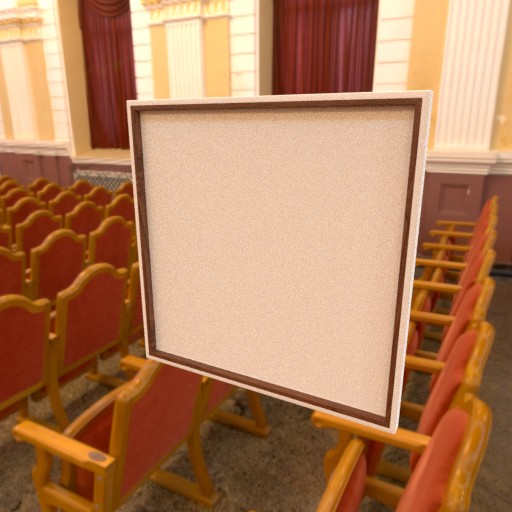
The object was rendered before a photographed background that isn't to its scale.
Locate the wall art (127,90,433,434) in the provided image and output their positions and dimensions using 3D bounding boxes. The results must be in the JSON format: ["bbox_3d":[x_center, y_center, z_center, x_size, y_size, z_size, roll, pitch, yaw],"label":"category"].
[{"bbox_3d":[0.000,0.000,1.116,0.757,0.757,0.037,9,18,27],"label":"wall art"}]
